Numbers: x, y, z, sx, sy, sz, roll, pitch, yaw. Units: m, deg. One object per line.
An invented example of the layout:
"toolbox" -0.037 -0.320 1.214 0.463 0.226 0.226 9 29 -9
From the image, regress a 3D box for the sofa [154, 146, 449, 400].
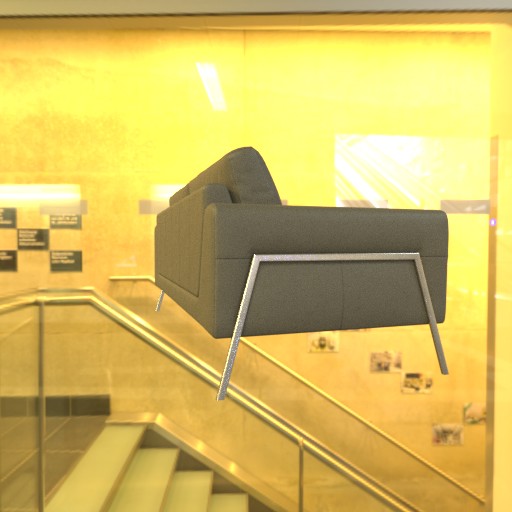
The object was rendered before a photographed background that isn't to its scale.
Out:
"sofa" 0.000 0.000 2.522 0.953 0.875 2.017 -1 2 -18
